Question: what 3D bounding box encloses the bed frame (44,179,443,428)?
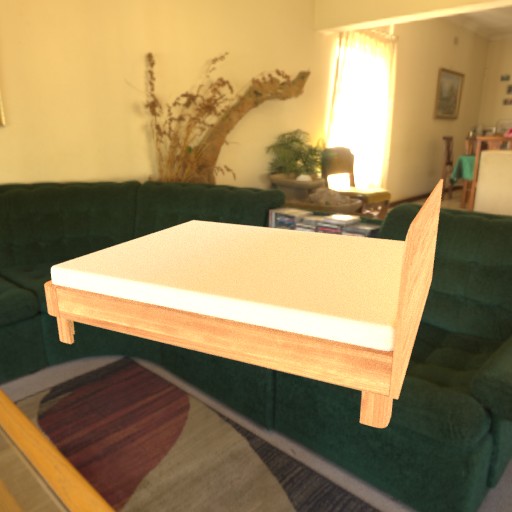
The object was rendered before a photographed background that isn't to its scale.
[{"bbox_3d":[0.000,0.000,2.917,2.092,0.940,1.660,7,18,24],"label":"bed frame"}]
